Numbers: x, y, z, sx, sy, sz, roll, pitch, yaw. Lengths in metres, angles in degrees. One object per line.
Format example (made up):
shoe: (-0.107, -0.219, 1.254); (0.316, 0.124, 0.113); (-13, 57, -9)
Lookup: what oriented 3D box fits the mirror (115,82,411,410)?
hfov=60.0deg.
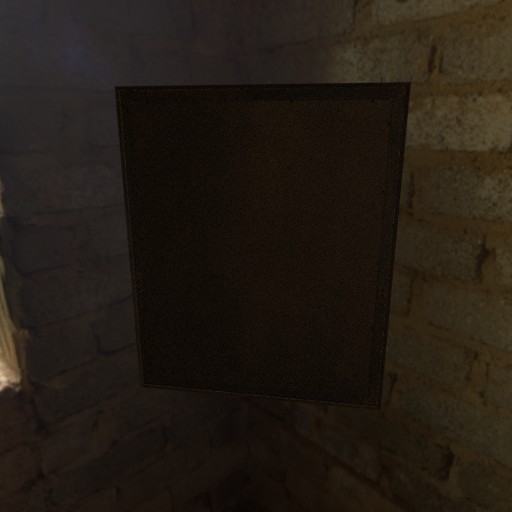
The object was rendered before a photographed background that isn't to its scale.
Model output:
mirror: (0.000, 0.000, 1.220); (0.730, 0.882, 0.032); (3, 17, 9)
